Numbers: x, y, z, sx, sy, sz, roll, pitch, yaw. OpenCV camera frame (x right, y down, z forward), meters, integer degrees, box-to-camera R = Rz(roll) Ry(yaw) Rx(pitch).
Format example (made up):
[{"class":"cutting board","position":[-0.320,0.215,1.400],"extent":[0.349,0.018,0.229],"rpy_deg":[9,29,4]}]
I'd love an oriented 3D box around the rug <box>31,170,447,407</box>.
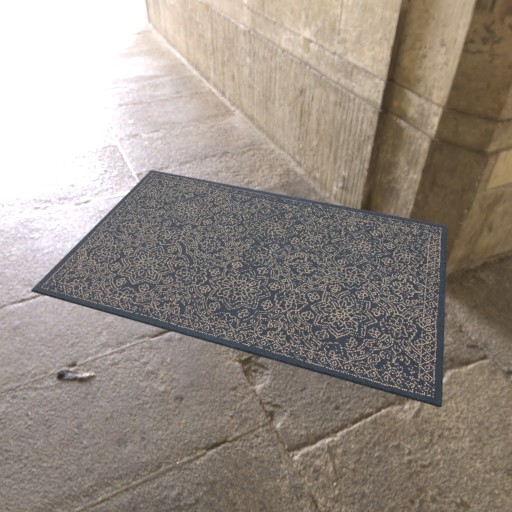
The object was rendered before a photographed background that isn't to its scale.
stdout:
[{"class":"rug","position":[0.000,0.000,3.000],"extent":[2.441,0.015,1.526],"rpy_deg":[13,43,14]}]
